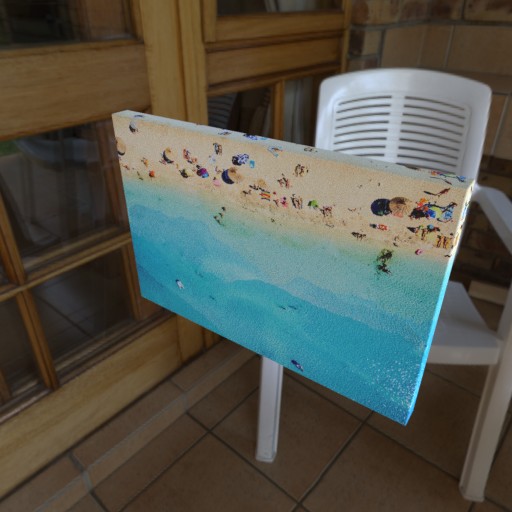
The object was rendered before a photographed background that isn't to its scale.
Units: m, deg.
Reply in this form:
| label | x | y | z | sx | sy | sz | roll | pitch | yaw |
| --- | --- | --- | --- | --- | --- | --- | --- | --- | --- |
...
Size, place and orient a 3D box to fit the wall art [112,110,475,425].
| label | x | y | z | sx | sy | sz | roll | pitch | yaw |
| --- | --- | --- | --- | --- | --- | --- | --- | --- | --- |
| wall art | 0.000 | 0.000 | 1.124 | 0.894 | 0.595 | 0.057 | 20 | 36 | 29 |
